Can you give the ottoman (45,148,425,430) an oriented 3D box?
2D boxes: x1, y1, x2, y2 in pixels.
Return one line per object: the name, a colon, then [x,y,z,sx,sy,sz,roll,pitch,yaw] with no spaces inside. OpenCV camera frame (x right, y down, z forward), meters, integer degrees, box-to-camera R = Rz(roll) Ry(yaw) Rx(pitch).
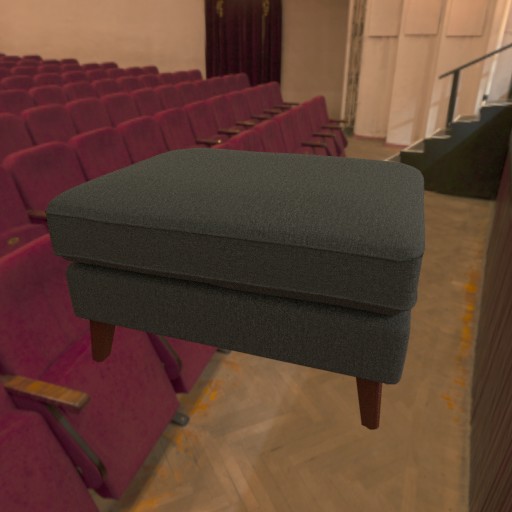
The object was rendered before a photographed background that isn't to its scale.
ottoman: [0.000,0.000,1.234,0.835,0.503,0.629,8,27,17]
